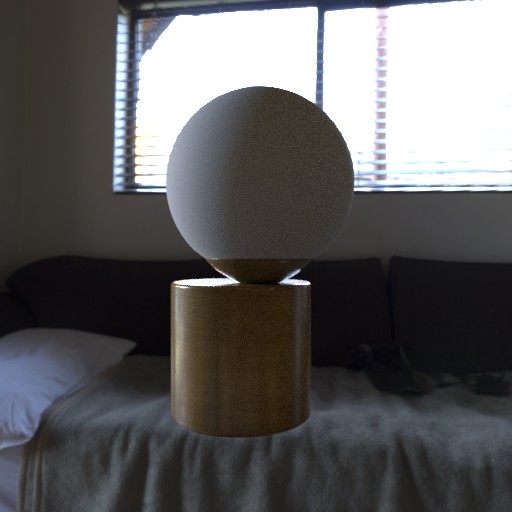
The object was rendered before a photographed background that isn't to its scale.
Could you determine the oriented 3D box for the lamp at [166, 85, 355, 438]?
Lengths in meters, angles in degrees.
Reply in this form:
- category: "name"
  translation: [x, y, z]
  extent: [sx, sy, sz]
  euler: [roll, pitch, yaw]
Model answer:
- category: "lamp"
  translation: [0.000, 0.000, 0.343]
  extent: [0.141, 0.250, 0.152]
  euler: [0, 0, -35]
